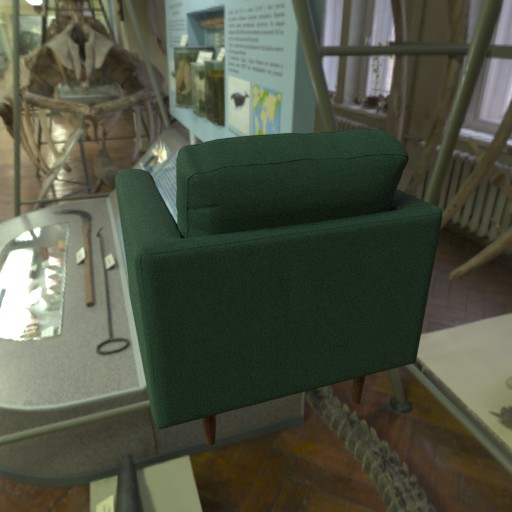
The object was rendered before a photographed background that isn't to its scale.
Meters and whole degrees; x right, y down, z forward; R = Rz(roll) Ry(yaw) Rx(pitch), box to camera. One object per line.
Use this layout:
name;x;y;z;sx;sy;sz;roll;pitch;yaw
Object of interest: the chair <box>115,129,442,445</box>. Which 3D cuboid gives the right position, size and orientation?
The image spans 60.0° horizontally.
chair;0.000;0.000;1.534;0.855;0.927;0.800;-9;27;-17
